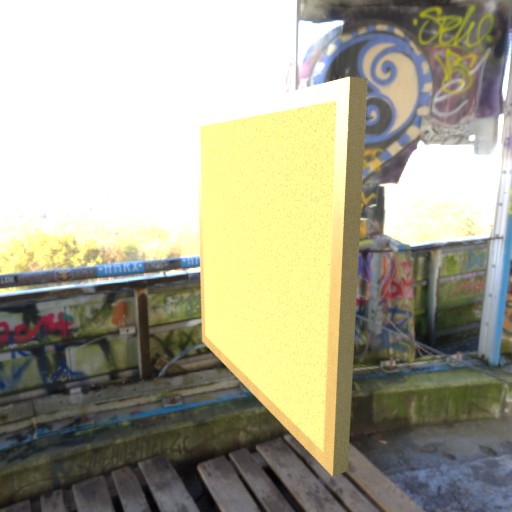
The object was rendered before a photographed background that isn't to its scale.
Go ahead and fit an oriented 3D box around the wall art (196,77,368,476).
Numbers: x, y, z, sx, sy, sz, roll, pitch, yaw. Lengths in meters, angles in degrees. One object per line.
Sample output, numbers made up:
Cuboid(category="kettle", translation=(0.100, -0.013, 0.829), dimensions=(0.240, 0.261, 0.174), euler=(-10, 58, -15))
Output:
Cuboid(category="wall art", translation=(0.000, 0.000, 2.937), dimensions=(0.097, 1.936, 1.935), euler=(-6, 14, -26))
